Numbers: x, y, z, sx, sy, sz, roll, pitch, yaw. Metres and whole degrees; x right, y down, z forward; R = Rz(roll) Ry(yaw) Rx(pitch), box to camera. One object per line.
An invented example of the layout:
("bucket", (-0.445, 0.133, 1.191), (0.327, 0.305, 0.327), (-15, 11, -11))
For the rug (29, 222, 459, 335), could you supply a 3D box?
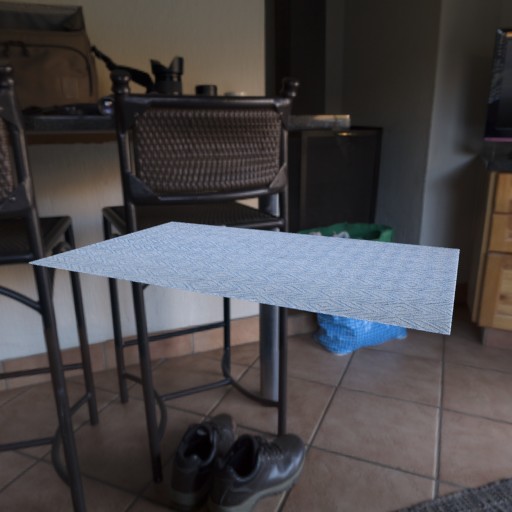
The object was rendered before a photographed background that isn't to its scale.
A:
("rug", (0.000, 0.000, 2.950), (2.441, 0.008, 1.526), (7, 17, 24))
